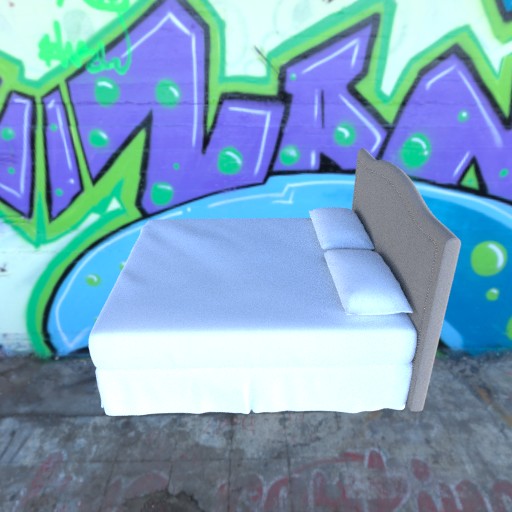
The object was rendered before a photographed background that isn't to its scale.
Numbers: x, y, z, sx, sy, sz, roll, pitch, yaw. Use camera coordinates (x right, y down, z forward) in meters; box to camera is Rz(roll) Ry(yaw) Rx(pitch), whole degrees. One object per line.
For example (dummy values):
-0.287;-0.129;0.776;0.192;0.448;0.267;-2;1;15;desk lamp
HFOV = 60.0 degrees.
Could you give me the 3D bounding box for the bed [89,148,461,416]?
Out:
0.000;0.000;3.554;2.182;1.421;2.083;-1;27;-1;bed
